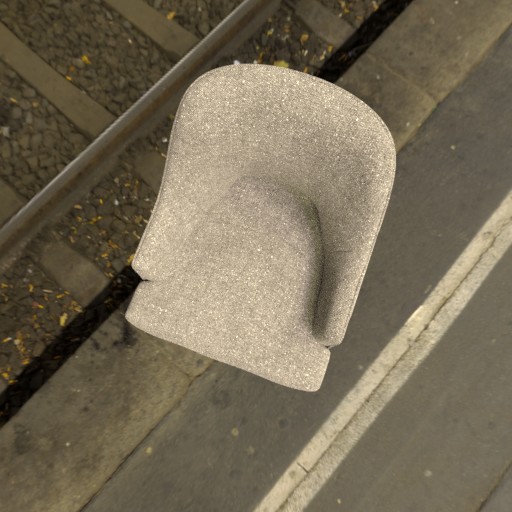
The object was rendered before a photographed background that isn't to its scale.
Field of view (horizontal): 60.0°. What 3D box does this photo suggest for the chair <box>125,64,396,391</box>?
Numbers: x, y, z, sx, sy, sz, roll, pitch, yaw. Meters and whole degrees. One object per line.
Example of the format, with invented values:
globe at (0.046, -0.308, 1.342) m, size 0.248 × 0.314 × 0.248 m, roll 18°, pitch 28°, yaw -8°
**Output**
chair at (0.000, 0.000, 1.287) m, size 0.608 × 0.875 × 0.629 m, roll 20°, pitch 77°, yaw 5°
